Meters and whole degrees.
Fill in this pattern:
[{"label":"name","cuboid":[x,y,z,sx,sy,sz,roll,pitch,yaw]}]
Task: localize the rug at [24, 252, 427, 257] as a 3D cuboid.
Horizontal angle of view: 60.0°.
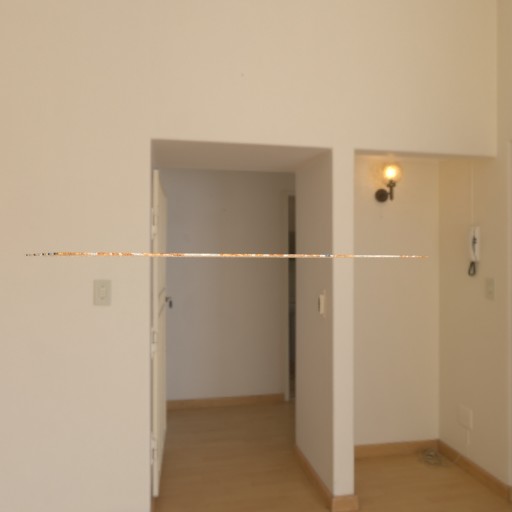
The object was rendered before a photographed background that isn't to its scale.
[{"label":"rug","cuboid":[0.000,0.000,2.716,2.437,0.010,0.783,0,-1,-36]}]
